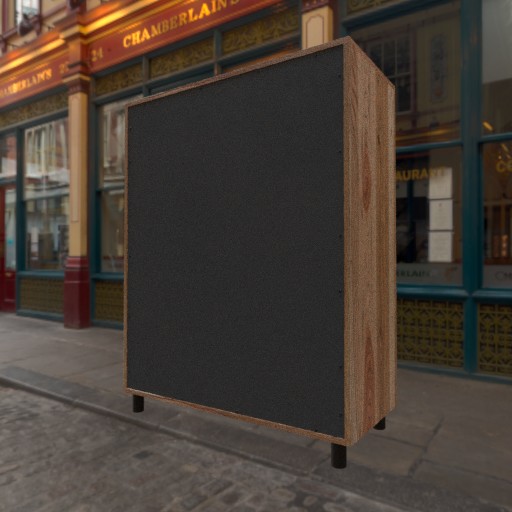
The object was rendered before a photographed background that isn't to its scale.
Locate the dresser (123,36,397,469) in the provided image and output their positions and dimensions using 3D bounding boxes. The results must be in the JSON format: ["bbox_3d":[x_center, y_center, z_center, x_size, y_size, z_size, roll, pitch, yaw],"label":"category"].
[{"bbox_3d":[0.000,0.000,1.724,0.966,1.243,0.480,-1,-1,34],"label":"dresser"}]
